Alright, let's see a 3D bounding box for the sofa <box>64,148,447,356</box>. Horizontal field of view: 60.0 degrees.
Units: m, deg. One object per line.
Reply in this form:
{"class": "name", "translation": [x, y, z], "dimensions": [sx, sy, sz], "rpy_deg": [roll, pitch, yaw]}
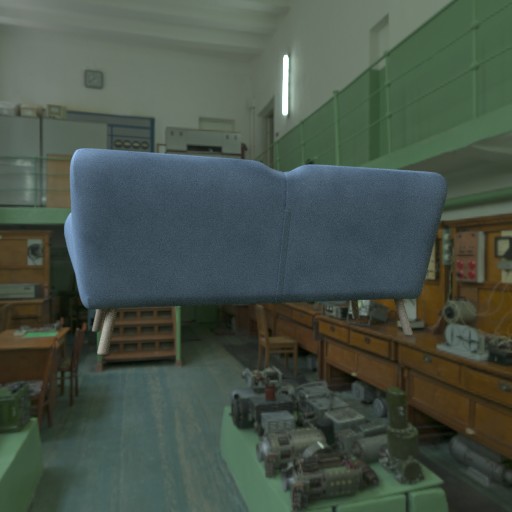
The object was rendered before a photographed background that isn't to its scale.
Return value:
{"class": "sofa", "translation": [0.000, 0.000, 2.265], "dimensions": [1.870, 0.810, 0.850], "rpy_deg": [0, 0, -18]}
